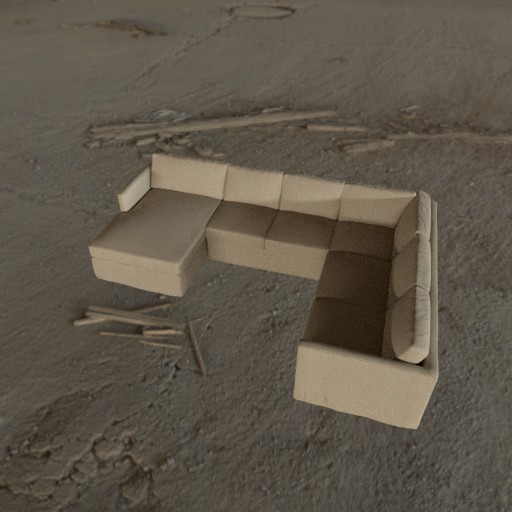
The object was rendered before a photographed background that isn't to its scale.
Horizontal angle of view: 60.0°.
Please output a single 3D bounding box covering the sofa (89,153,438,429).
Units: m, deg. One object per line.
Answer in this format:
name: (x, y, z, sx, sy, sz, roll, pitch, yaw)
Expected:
sofa: (0.000, 0.000, 4.574, 3.528, 0.878, 2.476, 11, 41, 13)
